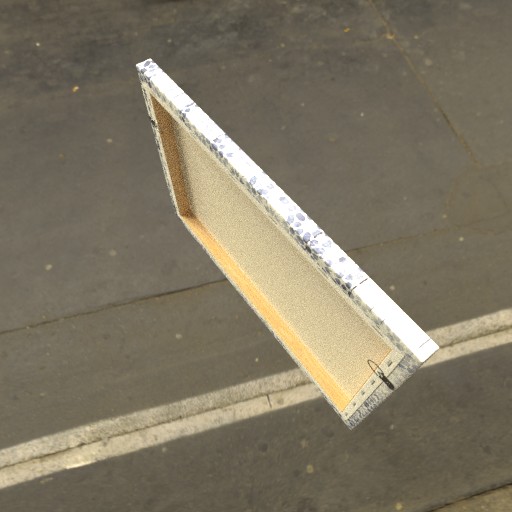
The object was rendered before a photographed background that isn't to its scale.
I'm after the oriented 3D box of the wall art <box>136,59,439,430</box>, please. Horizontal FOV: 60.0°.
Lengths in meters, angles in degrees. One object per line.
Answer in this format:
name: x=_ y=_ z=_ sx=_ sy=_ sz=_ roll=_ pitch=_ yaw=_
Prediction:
wall art: x=0.000 y=0.000 z=0.762 sx=0.030 sy=0.406 sz=0.608 roll=-33 pitch=65 yaw=-18
